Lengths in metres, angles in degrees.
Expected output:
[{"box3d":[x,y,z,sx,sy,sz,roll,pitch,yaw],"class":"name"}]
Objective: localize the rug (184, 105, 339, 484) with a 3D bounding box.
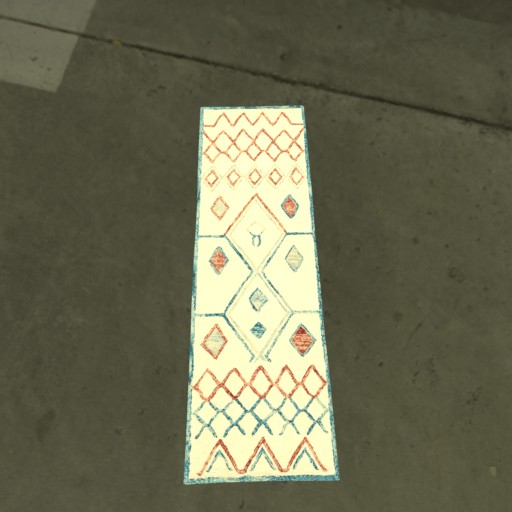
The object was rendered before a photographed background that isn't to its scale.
[{"box3d":[0.000,0.000,2.675,0.750,0.011,2.435,-1,63,-1],"class":"rug"}]
